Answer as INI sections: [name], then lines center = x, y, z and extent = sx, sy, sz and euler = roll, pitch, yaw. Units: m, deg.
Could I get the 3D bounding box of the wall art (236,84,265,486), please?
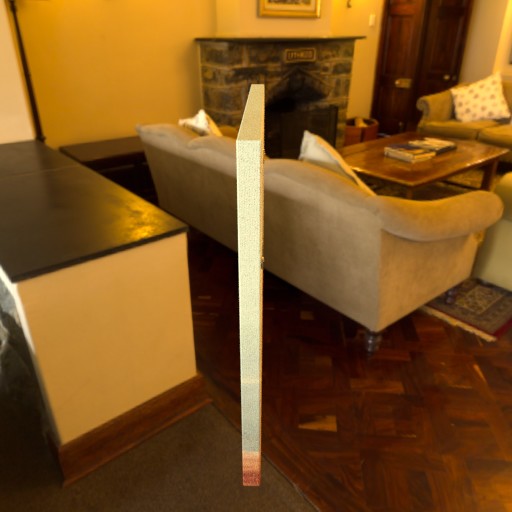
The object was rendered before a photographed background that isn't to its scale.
[wall art]
center = 0.000, 0.000, 0.916
extent = 0.034, 0.605, 0.605
euler = 1, 27, 1
